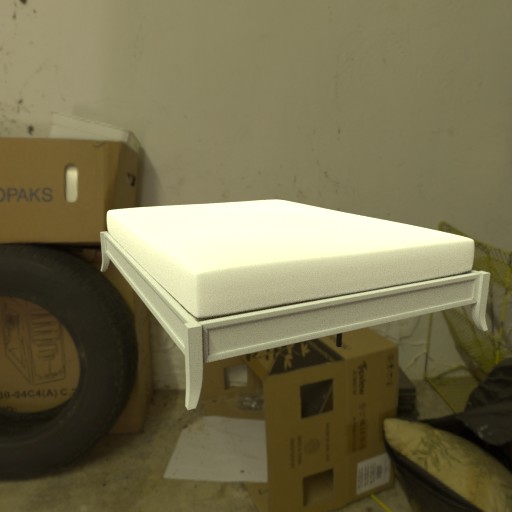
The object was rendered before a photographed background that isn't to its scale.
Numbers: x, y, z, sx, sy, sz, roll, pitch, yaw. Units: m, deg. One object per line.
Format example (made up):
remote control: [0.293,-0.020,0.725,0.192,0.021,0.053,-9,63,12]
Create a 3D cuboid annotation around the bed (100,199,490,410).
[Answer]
bed: [0.000,0.000,2.779,1.604,0.510,2.108,-7,15,-26]
